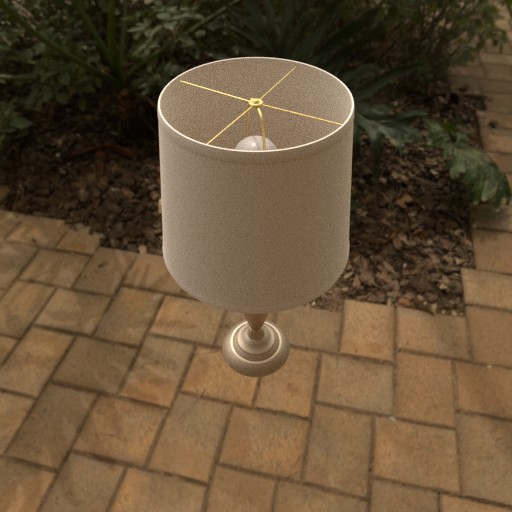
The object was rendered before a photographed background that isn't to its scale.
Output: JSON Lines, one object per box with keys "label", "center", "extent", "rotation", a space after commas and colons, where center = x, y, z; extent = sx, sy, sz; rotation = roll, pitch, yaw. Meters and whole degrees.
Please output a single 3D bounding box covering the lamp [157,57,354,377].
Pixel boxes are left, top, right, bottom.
{"label": "lamp", "center": [0.000, 0.000, 0.820], "extent": [0.328, 0.619, 0.328], "rotation": [0, 46, 0]}
